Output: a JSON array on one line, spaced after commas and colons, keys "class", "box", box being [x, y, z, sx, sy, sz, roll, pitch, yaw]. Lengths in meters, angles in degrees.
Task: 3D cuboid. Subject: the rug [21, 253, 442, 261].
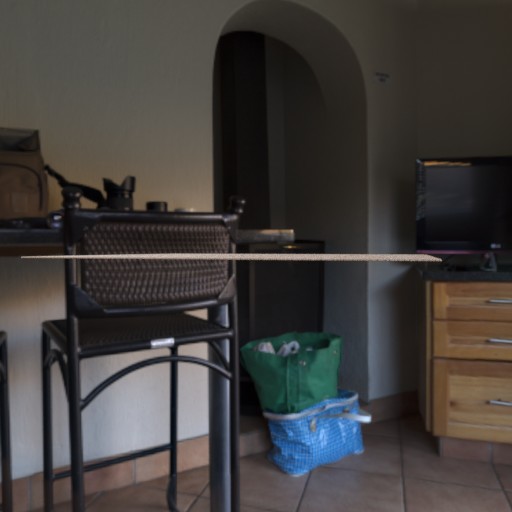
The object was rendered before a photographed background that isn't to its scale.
[{"class": "rug", "box": [0.000, 0.000, 4.097, 3.048, 0.013, 2.439, 0, 1, 19]}]
